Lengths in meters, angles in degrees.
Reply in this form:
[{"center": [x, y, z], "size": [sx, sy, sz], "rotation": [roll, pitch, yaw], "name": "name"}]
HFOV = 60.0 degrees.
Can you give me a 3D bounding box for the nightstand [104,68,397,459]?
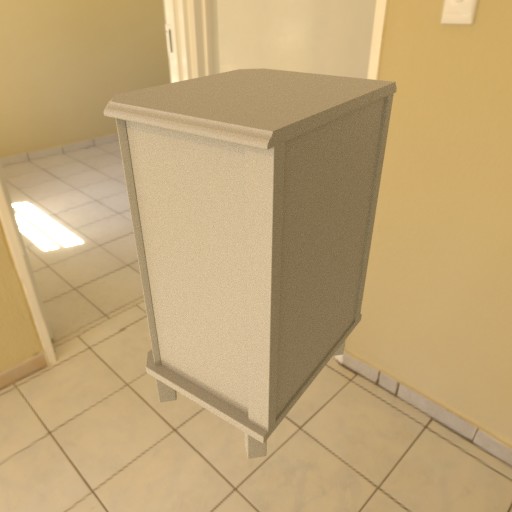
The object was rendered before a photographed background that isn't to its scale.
[{"center": [0.000, 0.000, 0.951], "size": [0.350, 0.680, 0.450], "rotation": [20, 36, 30], "name": "nightstand"}]
